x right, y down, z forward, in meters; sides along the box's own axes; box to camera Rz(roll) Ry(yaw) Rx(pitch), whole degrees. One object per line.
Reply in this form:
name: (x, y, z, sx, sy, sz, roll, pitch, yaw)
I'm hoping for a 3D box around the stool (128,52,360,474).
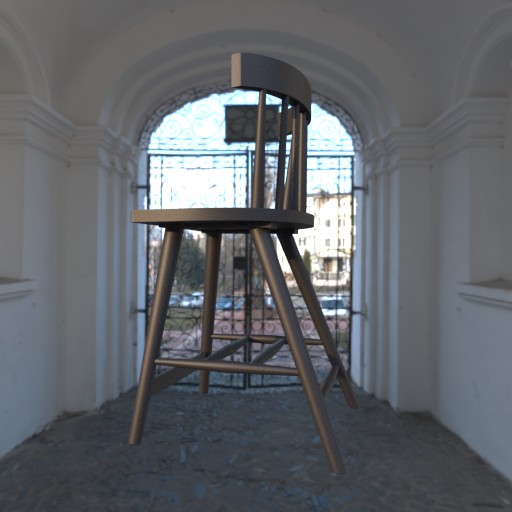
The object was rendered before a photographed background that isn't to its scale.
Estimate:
stool: (0.000, 0.000, 1.265, 0.549, 0.953, 0.494, 0, 0, 17)
